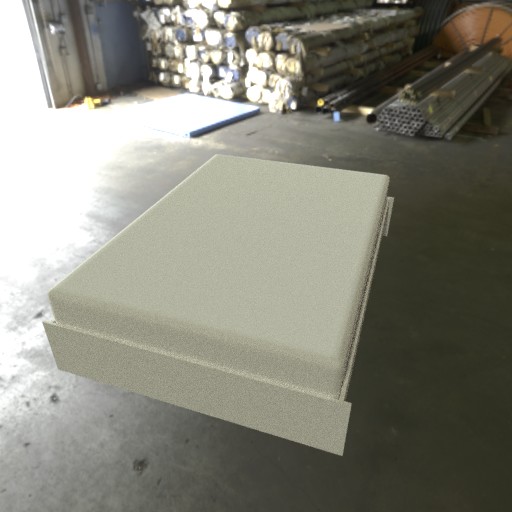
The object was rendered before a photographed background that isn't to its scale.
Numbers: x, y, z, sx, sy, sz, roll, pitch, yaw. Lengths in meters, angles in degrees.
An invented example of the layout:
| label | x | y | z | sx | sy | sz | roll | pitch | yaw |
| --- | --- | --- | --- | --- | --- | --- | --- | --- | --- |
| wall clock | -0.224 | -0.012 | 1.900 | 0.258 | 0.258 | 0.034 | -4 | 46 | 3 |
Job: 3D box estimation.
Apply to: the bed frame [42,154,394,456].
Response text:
| label | x | y | z | sx | sy | sz | roll | pitch | yaw |
| --- | --- | --- | --- | --- | --- | --- | --- | --- | --- |
| bed frame | 0.000 | 0.000 | 2.686 | 1.445 | 0.497 | 1.945 | 11 | 34 | 16 |
